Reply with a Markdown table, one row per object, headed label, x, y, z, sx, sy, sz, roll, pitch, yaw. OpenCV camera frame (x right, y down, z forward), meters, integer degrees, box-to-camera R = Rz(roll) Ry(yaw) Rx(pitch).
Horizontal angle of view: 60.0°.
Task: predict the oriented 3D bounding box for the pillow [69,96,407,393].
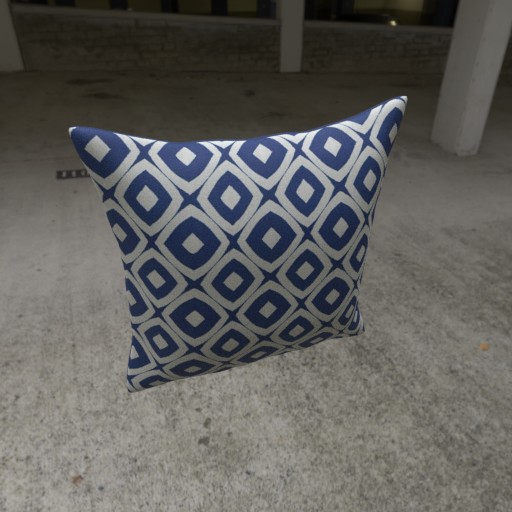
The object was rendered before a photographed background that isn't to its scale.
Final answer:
| label | x | y | z | sx | sy | sz | roll | pitch | yaw |
| --- | --- | --- | --- | --- | --- | --- | --- | --- | --- |
| pillow | 0.000 | 0.000 | 0.762 | 0.504 | 0.494 | 0.188 | -11 | 34 | -16 |
